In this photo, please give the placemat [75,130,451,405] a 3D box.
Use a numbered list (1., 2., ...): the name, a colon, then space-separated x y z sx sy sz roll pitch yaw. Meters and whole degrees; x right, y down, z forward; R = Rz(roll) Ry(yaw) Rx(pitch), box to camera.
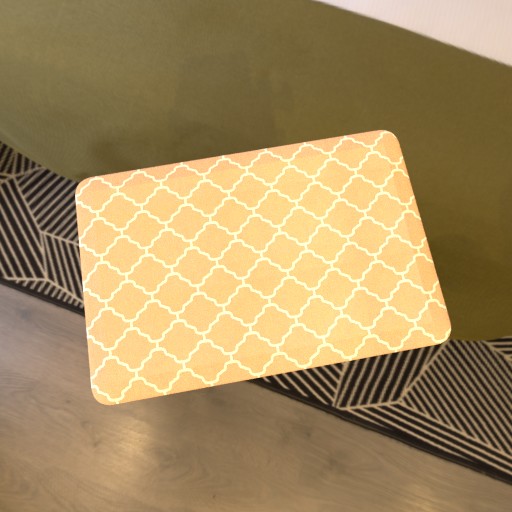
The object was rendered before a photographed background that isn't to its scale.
1. placemat: 0.000 0.000 0.971 0.762 0.021 0.508 -10 76 -3
